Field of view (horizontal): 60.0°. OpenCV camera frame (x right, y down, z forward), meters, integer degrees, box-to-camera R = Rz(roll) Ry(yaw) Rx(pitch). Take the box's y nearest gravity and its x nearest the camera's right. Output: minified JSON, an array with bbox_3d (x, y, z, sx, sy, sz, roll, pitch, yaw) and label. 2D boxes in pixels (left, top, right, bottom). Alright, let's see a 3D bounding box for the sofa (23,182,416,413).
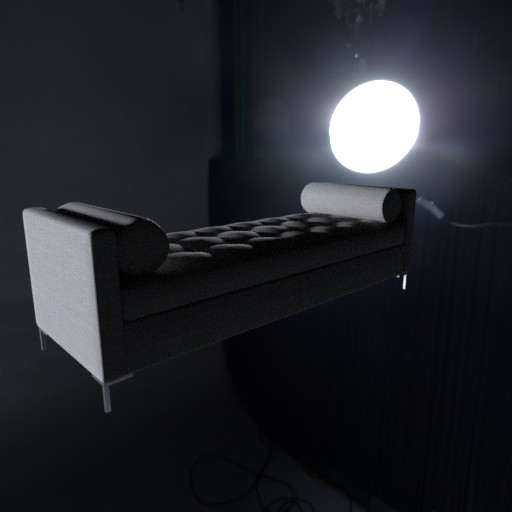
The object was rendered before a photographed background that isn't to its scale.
[{"bbox_3d":[0.000,0.000,2.288,1.981,0.635,0.686,-13,19,-41],"label":"sofa"}]
